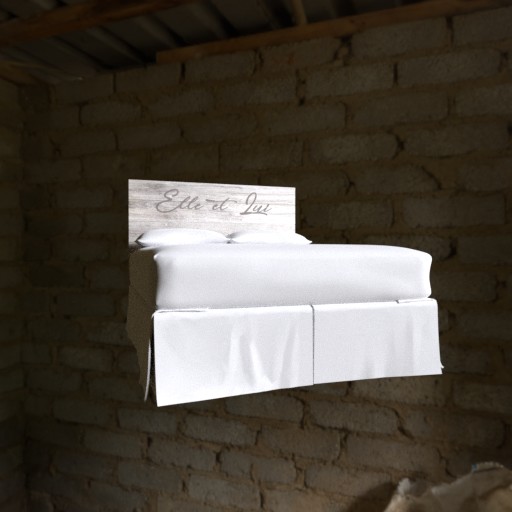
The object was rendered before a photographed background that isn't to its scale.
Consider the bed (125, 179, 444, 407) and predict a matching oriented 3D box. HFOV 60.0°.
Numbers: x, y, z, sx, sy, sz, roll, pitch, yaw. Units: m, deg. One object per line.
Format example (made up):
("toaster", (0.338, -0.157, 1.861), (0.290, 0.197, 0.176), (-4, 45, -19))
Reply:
("bed", (0.000, 0.000, 3.222), (1.745, 1.335, 2.094), (0, 1, -19))
